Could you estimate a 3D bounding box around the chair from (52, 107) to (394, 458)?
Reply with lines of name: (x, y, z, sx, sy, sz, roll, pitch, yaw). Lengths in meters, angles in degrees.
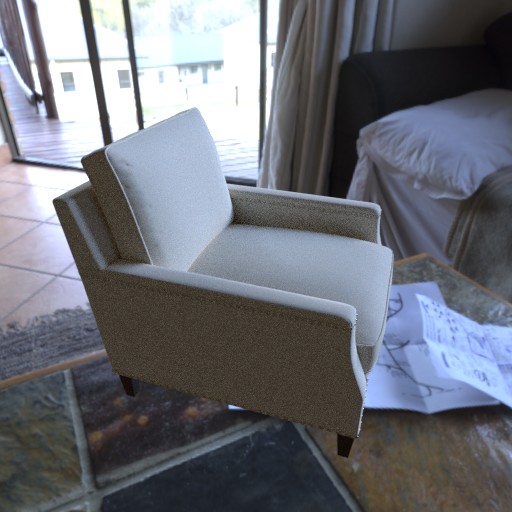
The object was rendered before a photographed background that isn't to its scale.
chair: (0.000, 0.000, 1.690, 1.014, 0.943, 0.853, 10, 31, 16)
